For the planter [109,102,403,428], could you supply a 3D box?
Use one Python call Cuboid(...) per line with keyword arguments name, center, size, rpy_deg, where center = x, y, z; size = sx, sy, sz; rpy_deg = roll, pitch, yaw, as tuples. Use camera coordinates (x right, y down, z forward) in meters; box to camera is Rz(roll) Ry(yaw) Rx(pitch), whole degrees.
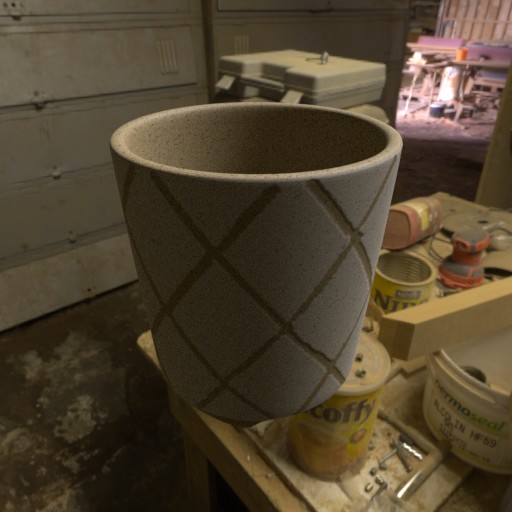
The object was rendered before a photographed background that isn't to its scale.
Cuboid(name="planter", center=(0.000, 0.000, 0.415), size=(0.228, 0.235, 0.228), rpy_deg=(0, 30, 0))
